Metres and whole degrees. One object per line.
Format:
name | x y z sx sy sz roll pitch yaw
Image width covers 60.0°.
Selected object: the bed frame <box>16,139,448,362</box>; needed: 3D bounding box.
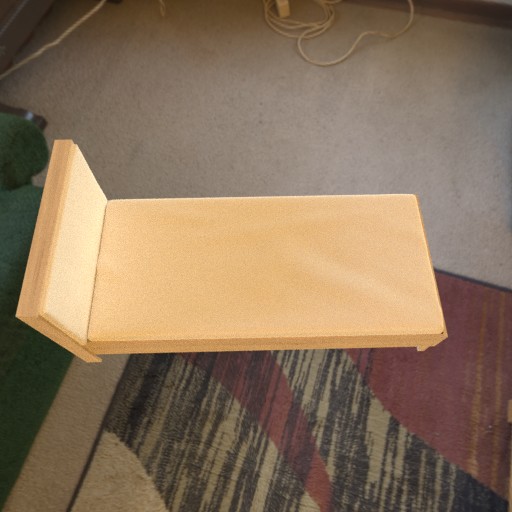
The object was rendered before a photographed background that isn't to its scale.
bed frame | 0.000 0.000 2.592 2.140 0.920 0.990 -1 64 -1
